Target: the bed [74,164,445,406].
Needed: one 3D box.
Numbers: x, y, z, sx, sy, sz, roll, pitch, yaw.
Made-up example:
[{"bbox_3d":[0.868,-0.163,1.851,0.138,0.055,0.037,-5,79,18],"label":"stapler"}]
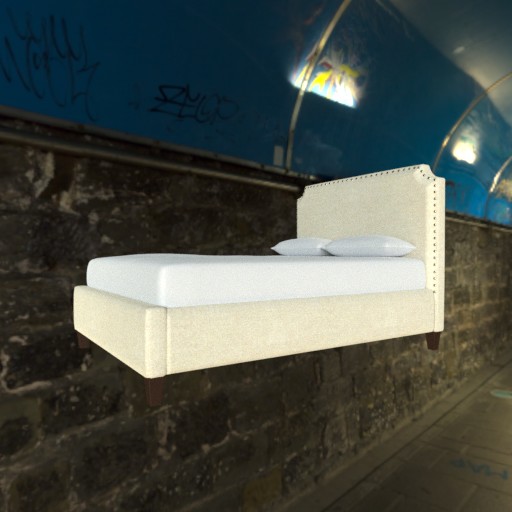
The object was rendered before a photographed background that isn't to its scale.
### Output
[{"bbox_3d":[0.000,0.000,3.484,2.381,1.457,1.713,0,1,-33],"label":"bed"}]
